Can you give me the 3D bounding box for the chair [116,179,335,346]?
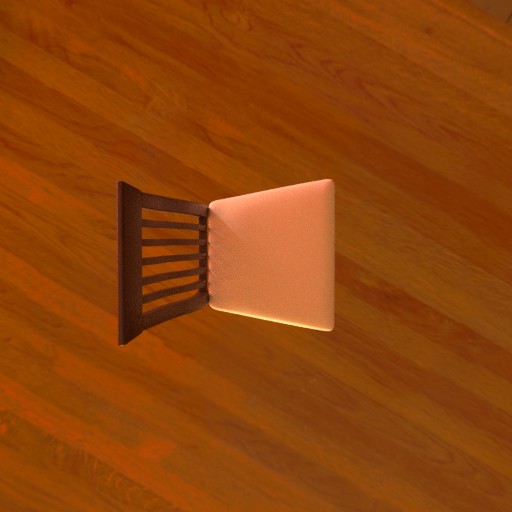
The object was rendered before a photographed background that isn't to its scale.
[{"bbox_3d":[0.000,0.000,1.286,0.474,1.027,0.460,0,92,1],"label":"chair"}]
